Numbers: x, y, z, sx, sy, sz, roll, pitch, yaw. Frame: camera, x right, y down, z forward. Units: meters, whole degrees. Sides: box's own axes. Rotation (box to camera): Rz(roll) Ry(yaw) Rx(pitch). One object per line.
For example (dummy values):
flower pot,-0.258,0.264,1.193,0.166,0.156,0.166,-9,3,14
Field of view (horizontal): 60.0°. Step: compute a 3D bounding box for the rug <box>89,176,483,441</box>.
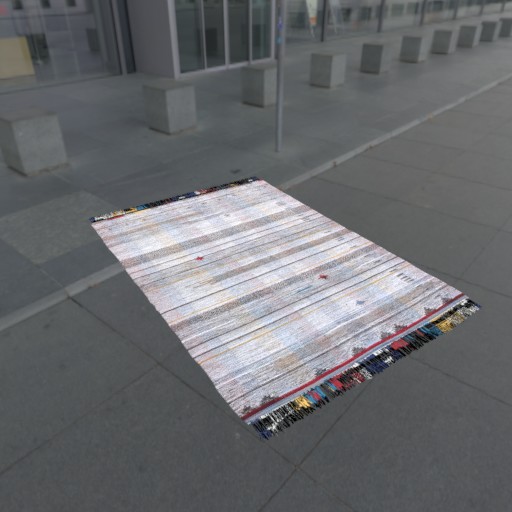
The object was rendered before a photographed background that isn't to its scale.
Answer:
rug,0.000,0.000,2.289,1.217,0.012,1.848,-20,37,-28
